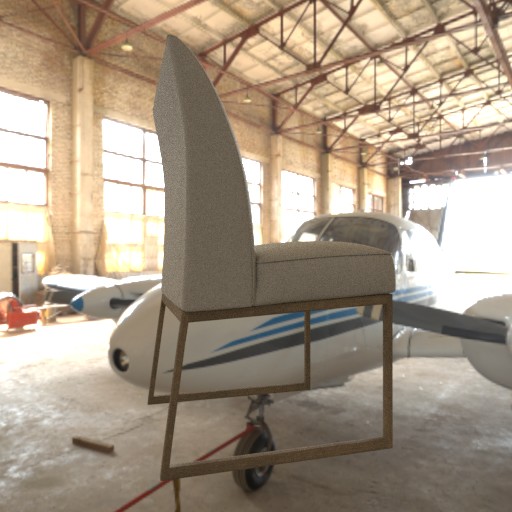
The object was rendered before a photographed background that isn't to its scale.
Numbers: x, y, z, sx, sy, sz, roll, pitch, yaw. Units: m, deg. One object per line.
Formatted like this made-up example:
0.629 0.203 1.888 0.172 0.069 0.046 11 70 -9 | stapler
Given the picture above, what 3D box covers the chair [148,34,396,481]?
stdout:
0.000 0.000 1.149 0.522 0.863 0.508 0 0 -17 | chair
